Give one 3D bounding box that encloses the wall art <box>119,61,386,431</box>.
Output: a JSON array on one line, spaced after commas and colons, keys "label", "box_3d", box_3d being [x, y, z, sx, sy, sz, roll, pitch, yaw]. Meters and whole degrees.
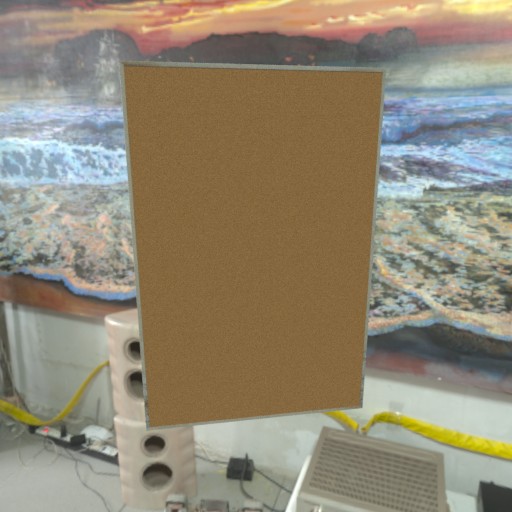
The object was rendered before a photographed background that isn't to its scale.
[{"label": "wall art", "box_3d": [0.000, 0.000, 0.482, 0.254, 0.381, 0.038, -3, 15, -9]}]
